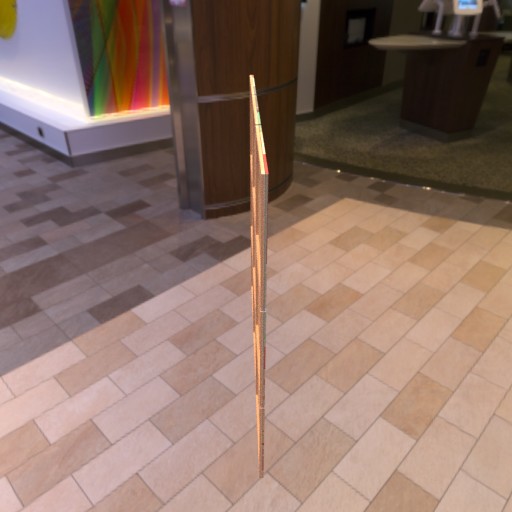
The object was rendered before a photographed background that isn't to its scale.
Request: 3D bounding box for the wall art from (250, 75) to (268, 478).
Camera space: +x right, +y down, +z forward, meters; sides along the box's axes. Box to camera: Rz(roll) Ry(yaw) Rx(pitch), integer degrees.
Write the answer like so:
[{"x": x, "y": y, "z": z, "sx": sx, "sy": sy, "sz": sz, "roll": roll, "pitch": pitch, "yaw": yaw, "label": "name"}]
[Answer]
[{"x": 0.000, "y": 0.000, "z": 1.396, "sx": 0.012, "sy": 0.910, "sz": 0.911, "roll": -1, "pitch": 32, "yaw": -2, "label": "wall art"}]
